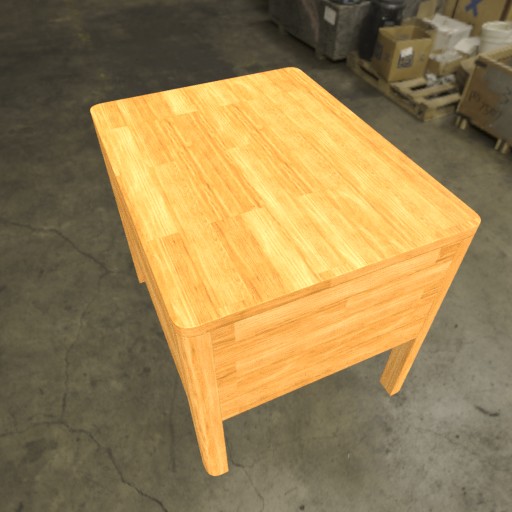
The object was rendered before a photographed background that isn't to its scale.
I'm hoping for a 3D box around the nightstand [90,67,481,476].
[{"bbox_3d":[0.000,0.000,0.887,0.440,0.470,0.560,-18,48,-17],"label":"nightstand"}]
